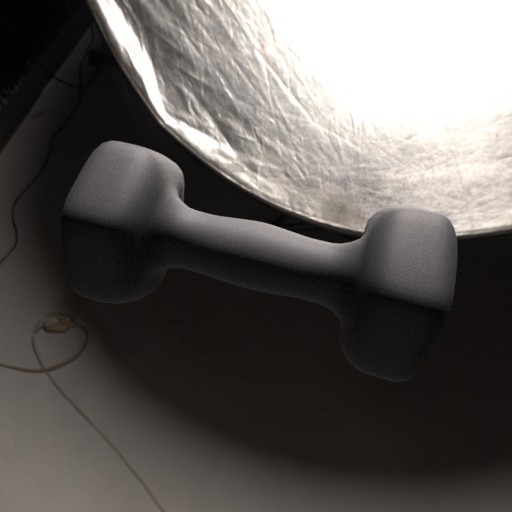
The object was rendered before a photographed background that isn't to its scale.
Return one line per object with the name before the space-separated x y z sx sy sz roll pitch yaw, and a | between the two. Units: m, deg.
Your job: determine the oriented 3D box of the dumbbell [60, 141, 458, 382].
dumbbell | 0.000 0.000 0.295 0.240 0.105 0.116 15 64 7
